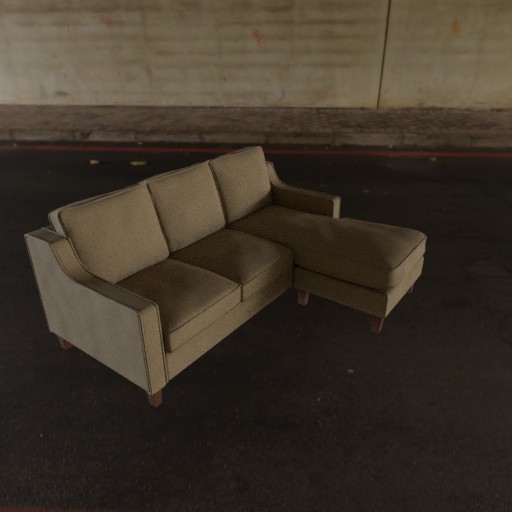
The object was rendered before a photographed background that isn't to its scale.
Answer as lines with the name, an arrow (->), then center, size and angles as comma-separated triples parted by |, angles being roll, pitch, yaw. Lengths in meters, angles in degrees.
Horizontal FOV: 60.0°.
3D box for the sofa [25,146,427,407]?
sofa -> 0.000, 0.000, 3.226 | 1.858, 1.066, 2.317 | 18, 32, 32
